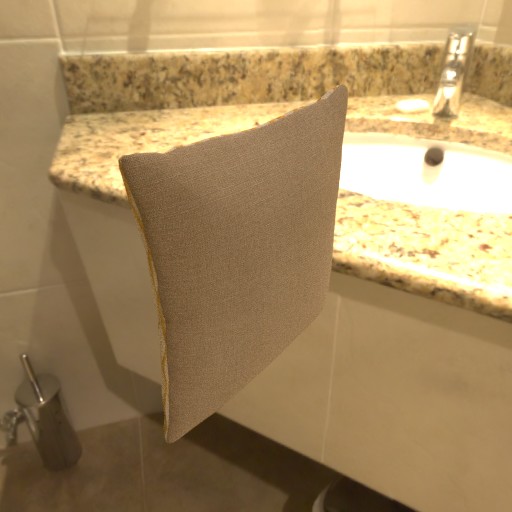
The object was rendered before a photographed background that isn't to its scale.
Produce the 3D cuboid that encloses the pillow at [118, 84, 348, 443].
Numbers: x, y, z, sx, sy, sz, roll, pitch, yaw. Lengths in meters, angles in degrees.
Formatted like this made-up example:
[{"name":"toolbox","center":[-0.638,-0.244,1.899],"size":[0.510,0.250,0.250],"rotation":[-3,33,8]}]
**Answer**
[{"name":"pillow","center":[0.000,0.000,0.671],"size":[0.159,0.436,0.429],"rotation":[23,39,31]}]
